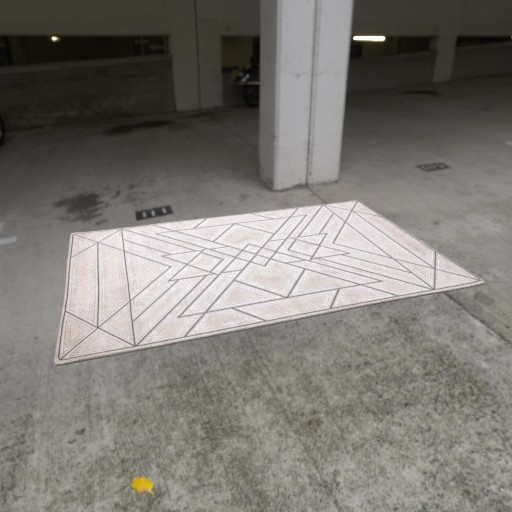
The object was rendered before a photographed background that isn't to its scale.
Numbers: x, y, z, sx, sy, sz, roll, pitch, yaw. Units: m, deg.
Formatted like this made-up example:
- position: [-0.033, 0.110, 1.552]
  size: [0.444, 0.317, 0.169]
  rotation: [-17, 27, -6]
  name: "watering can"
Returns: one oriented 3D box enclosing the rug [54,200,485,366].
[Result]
- position: [0.000, 0.000, 3.041]
  size: [2.459, 0.023, 1.575]
  rotation: [-8, 28, -16]
  name: "rug"
